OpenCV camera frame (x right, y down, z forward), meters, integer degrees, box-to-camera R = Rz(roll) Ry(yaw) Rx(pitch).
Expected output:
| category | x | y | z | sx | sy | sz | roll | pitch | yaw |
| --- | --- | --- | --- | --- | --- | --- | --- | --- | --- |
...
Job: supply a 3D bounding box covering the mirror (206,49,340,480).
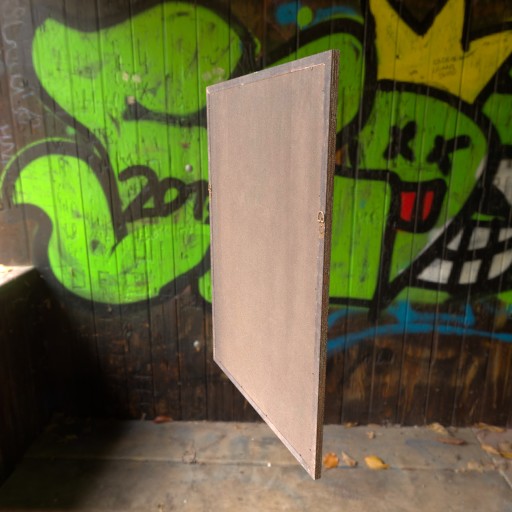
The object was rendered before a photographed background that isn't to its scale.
| category | x | y | z | sx | sy | sz | roll | pitch | yaw |
| --- | --- | --- | --- | --- | --- | --- | --- | --- | --- |
| mirror | 0.000 | 0.000 | 1.294 | 0.025 | 0.996 | 0.705 | -7 | 16 | -25 |
